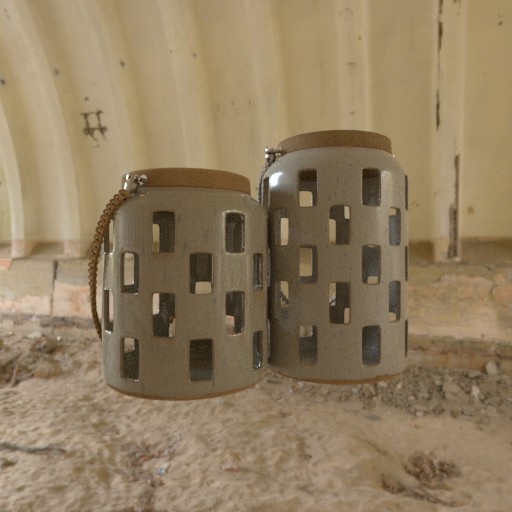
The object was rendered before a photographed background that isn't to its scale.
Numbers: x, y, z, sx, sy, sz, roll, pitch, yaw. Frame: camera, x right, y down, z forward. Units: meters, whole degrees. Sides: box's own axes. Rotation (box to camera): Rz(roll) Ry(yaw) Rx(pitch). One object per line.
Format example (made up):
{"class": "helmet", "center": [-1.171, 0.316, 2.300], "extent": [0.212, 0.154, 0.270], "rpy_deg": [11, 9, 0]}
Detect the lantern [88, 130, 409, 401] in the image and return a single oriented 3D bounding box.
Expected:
{"class": "lantern", "center": [0.000, 0.000, 0.491], "extent": [0.347, 0.255, 0.184], "rpy_deg": [0, 0, -17]}
